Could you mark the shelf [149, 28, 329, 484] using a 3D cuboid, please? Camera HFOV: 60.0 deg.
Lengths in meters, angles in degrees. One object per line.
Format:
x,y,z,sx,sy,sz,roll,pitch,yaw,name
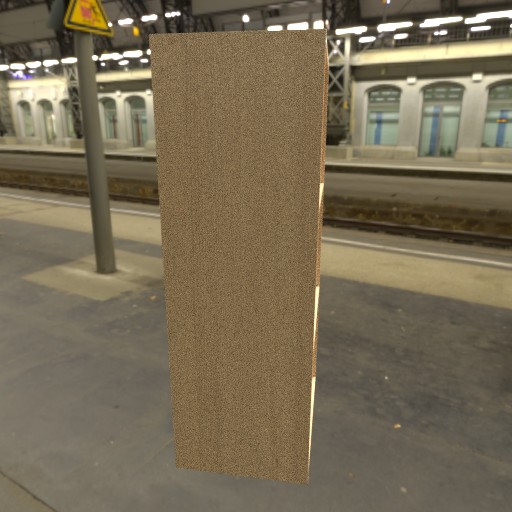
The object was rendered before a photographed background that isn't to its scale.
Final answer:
0.000,0.000,1.035,0.292,0.876,0.417,3,17,9,shelf
